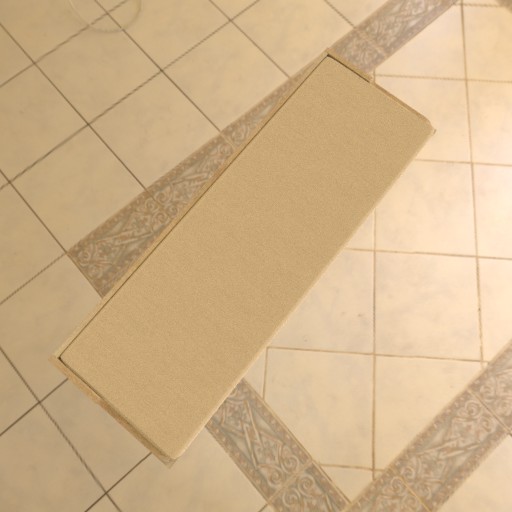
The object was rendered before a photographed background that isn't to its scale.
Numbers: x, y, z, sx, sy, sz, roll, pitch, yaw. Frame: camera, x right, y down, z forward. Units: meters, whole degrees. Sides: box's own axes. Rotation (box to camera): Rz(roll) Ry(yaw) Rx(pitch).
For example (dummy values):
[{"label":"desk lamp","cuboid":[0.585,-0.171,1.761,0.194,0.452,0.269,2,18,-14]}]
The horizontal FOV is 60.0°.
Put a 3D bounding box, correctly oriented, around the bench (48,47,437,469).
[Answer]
[{"label":"bench","cuboid":[0.000,0.000,1.379,0.398,0.501,1.140,38,80,8]}]
